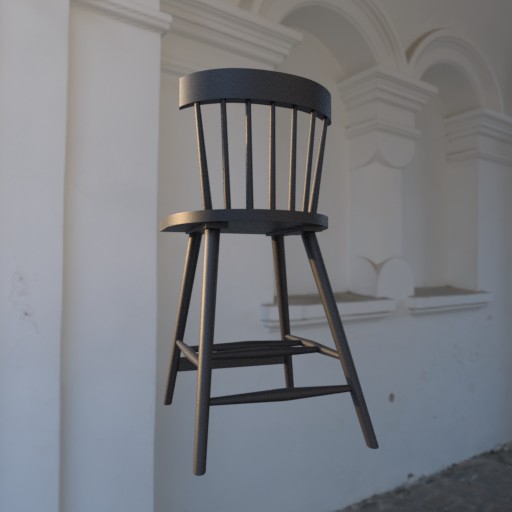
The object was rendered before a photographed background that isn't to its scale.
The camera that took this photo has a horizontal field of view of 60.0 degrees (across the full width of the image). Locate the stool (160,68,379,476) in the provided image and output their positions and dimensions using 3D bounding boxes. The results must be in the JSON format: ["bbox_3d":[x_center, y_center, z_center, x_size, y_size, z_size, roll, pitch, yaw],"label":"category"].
[{"bbox_3d":[0.000,0.000,1.284,0.494,0.953,0.549,1,-2,-19],"label":"stool"}]
